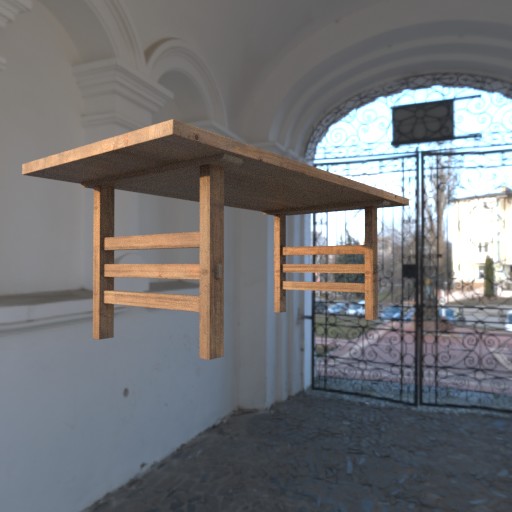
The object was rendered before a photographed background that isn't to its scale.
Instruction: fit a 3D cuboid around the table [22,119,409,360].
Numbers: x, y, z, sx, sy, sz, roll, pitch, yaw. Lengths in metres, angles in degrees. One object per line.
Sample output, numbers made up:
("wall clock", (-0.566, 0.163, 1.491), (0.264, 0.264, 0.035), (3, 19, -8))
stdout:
("table", (0.000, 0.000, 2.367), (0.952, 0.760, 2.003), (-1, -1, 38))
